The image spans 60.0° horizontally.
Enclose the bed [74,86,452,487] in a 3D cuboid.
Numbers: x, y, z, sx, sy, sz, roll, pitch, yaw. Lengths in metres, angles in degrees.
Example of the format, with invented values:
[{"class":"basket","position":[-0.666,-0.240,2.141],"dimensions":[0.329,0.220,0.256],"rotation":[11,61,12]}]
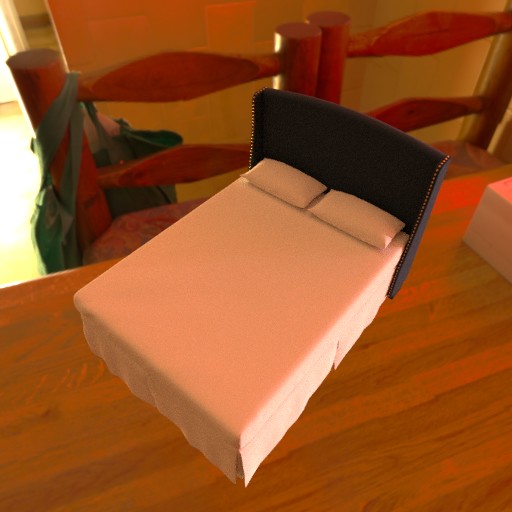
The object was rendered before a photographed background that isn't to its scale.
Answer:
[{"class":"bed","position":[0.000,0.000,3.165],"dimensions":[1.604,1.402,2.223],"rotation":[31,54,26]}]
